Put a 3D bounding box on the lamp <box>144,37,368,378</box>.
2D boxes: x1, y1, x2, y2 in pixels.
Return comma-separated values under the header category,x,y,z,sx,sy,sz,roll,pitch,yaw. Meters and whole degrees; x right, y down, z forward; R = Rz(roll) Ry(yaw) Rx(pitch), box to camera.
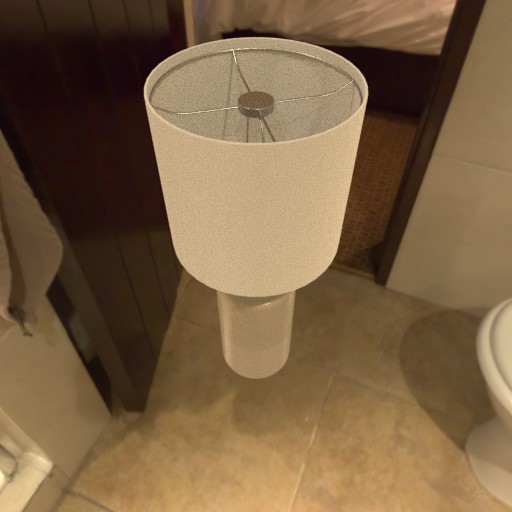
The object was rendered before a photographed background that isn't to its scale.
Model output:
category,x,y,z,sx,sy,sz,roll,pitch,yaw
lamp,0.000,0.000,0.605,0.212,0.493,0.212,-11,48,-10
